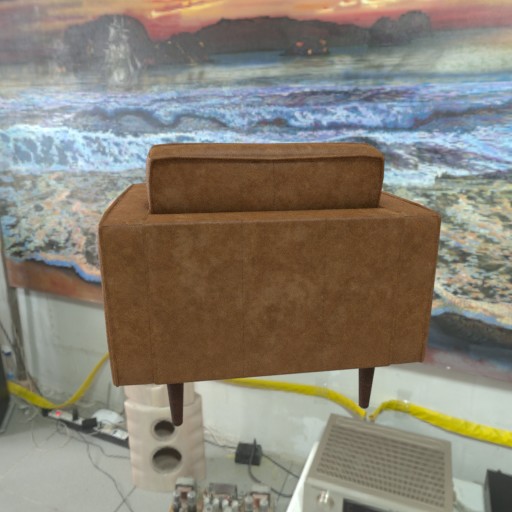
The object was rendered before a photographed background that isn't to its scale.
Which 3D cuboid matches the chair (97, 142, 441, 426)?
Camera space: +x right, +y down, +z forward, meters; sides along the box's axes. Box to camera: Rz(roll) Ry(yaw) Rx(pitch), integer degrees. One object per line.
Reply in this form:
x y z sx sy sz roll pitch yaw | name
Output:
0.000 0.000 1.518 0.928 0.767 0.798 -2 17 -8 | chair
